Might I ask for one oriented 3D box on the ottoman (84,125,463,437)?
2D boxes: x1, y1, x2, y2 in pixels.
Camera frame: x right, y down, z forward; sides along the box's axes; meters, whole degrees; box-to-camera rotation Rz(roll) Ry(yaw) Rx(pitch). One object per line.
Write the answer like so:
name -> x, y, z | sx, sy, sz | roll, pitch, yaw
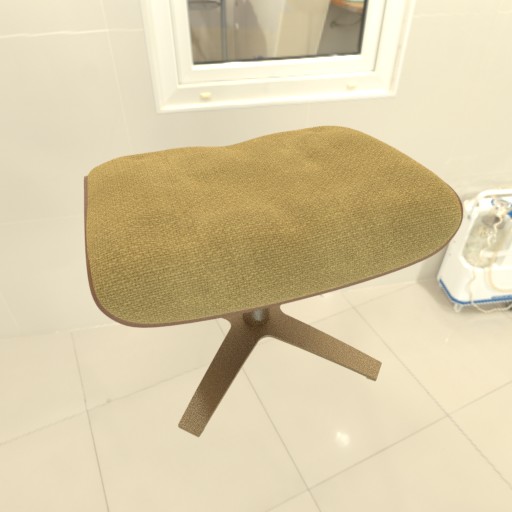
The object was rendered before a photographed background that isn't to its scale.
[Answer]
ottoman -> 0.000, 0.000, 0.797 | 0.520, 0.391, 0.394 | -13, 42, -14
